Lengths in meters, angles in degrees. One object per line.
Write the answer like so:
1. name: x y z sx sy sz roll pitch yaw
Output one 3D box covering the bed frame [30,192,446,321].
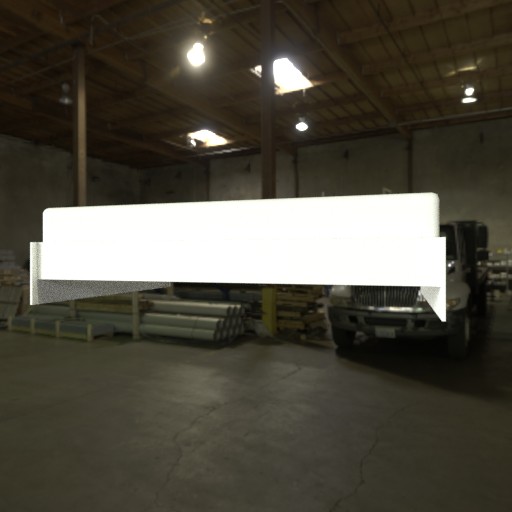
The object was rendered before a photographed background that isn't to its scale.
1. bed frame: 0.000 0.000 2.645 1.945 0.497 1.445 0 0 17
